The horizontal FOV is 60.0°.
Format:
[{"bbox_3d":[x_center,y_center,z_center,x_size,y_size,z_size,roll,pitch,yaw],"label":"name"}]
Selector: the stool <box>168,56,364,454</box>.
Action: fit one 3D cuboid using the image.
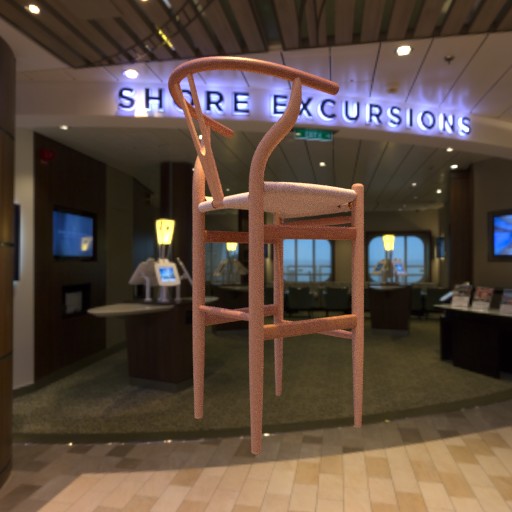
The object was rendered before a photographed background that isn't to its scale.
[{"bbox_3d":[0.000,0.000,1.406,0.561,1.068,0.574,0,-1,-36],"label":"stool"}]
